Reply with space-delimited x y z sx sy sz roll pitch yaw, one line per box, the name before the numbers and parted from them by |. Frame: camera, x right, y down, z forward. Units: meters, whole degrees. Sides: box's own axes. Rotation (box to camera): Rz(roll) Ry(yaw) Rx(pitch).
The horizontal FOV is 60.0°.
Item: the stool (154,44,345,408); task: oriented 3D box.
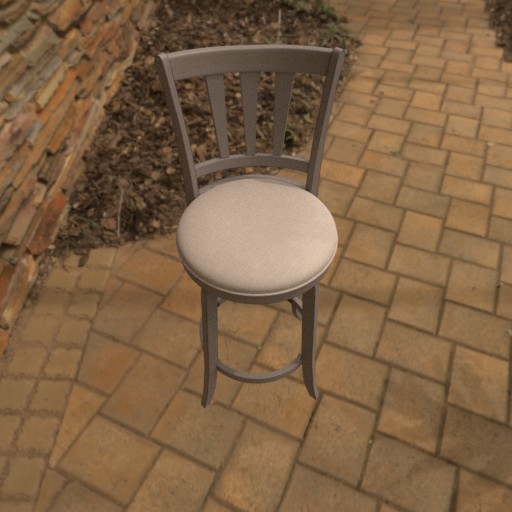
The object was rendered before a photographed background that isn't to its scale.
stool | 0.000 0.000 1.265 0.436 1.023 0.475 -3 47 -3
